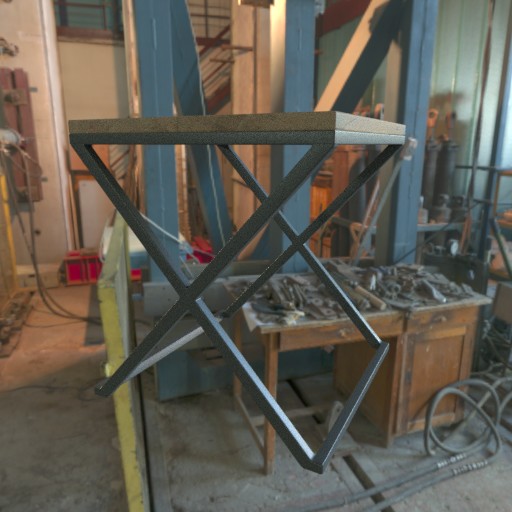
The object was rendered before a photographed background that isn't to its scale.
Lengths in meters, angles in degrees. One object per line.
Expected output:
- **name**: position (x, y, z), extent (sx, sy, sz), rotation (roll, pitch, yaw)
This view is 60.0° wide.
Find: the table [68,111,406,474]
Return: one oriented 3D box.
- **table**: position (0.000, 0.000, 0.954), extent (0.498, 0.550, 0.499), rotation (7, 16, 27)
